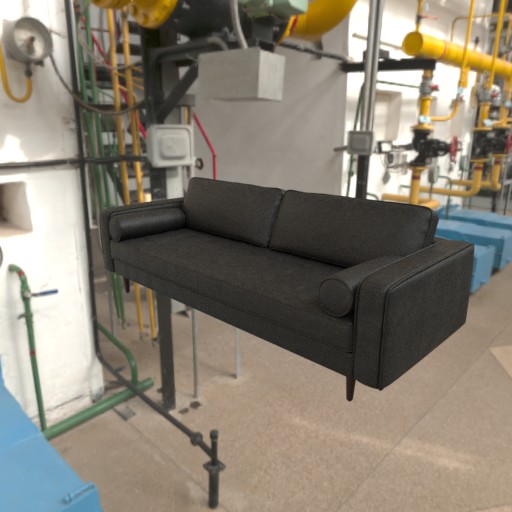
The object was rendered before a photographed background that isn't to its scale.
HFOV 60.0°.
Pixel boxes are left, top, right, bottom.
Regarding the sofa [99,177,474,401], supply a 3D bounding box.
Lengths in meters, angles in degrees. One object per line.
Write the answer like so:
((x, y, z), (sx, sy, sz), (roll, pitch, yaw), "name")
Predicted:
((0.000, 0.000, 2.653), (2.210, 0.762, 0.914), (15, 22, 42), "sofa")
